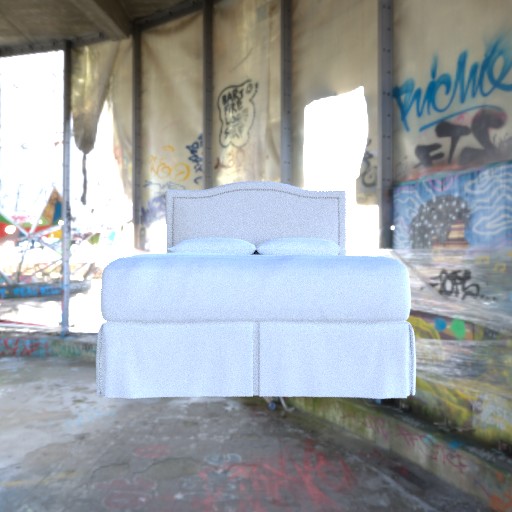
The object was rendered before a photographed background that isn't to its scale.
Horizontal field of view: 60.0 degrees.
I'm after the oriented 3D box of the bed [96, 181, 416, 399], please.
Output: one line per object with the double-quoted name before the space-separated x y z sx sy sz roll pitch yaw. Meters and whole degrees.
"bed" 0.000 0.000 3.301 1.753 1.460 2.143 0 0 0
